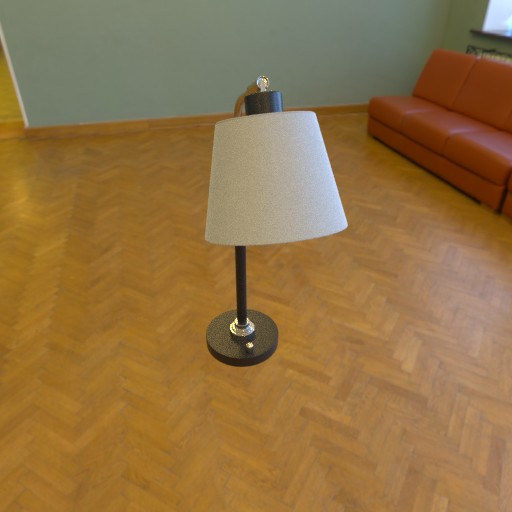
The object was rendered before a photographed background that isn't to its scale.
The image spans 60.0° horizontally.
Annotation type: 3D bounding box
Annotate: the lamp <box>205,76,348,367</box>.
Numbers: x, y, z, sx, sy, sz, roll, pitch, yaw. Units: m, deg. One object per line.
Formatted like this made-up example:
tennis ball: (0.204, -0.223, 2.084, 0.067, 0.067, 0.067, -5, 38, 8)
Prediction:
lamp: (0.000, 0.000, 0.691, 0.181, 0.539, 0.348, -9, 34, -14)
